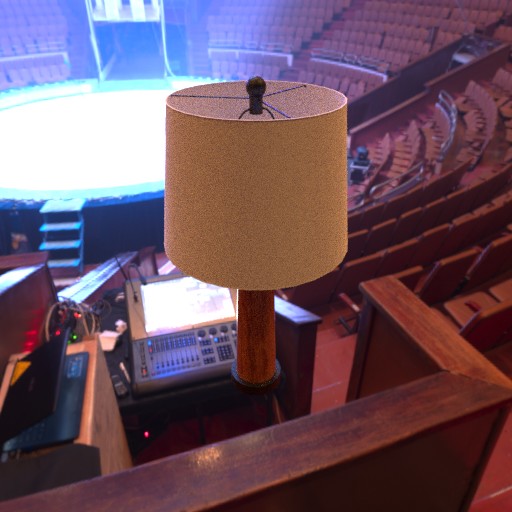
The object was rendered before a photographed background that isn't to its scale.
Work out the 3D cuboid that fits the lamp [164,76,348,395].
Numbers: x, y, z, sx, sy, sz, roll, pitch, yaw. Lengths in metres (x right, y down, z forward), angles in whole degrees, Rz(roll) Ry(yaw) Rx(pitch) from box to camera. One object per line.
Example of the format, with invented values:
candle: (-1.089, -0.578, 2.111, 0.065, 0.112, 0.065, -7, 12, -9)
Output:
lamp: (0.000, 0.000, 0.875, 0.349, 0.667, 0.349, 0, 31, 0)
